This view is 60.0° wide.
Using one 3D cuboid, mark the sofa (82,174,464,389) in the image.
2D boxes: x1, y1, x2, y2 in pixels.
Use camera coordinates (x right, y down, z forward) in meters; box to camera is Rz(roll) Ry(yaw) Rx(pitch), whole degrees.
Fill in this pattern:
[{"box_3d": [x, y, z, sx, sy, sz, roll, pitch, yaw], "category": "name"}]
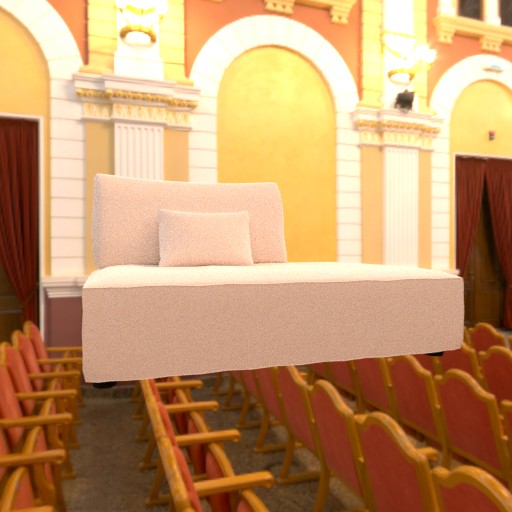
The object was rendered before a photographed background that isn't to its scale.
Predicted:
[{"box_3d": [0.000, 0.000, 2.037, 1.450, 0.820, 1.000, 0, 1, -19], "category": "sofa"}]
